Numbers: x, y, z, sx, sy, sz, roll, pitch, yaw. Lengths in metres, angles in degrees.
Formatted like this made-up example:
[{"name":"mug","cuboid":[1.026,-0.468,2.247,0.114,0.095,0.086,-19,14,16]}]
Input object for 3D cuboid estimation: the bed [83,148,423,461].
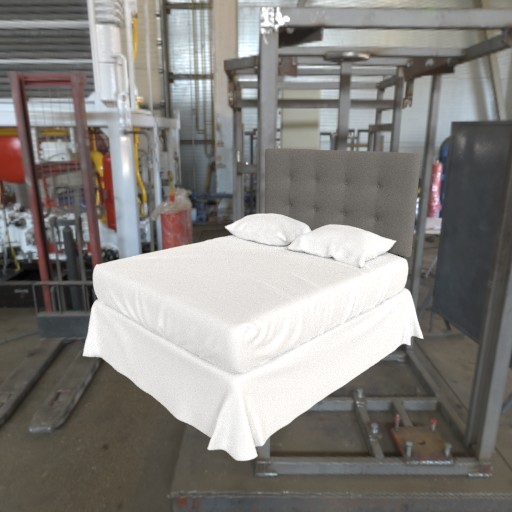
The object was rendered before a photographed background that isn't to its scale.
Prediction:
[{"name":"bed","cuboid":[0.000,0.000,3.510,1.936,1.577,2.222,15,22,43]}]
